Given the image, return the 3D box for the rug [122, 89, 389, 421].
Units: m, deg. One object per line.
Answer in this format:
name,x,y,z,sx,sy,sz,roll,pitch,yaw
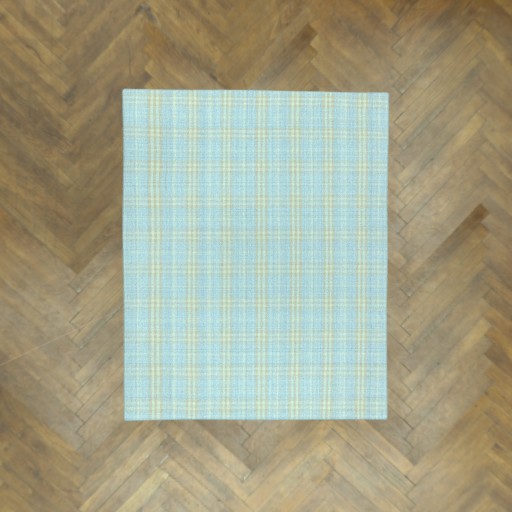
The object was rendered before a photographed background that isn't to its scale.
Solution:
rug,0.000,0.000,4.108,2.462,0.030,3.066,0,91,-1
